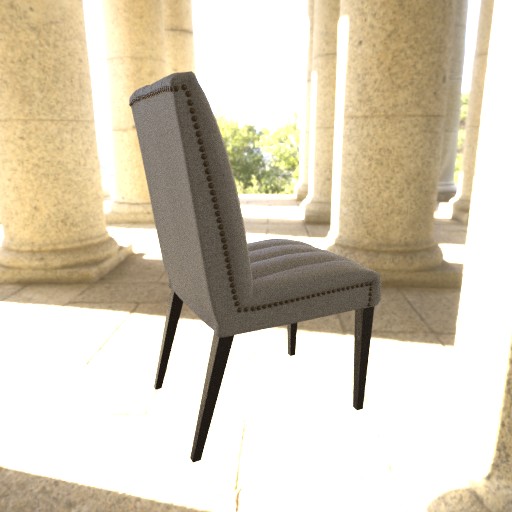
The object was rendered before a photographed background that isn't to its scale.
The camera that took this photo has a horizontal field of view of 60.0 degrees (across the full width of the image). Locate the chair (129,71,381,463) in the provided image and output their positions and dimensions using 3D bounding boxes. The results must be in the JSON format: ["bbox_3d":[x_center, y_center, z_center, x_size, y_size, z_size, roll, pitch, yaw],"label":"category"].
[{"bbox_3d":[0.000,0.000,1.419,0.647,1.016,0.511,-7,16,-26],"label":"chair"}]
